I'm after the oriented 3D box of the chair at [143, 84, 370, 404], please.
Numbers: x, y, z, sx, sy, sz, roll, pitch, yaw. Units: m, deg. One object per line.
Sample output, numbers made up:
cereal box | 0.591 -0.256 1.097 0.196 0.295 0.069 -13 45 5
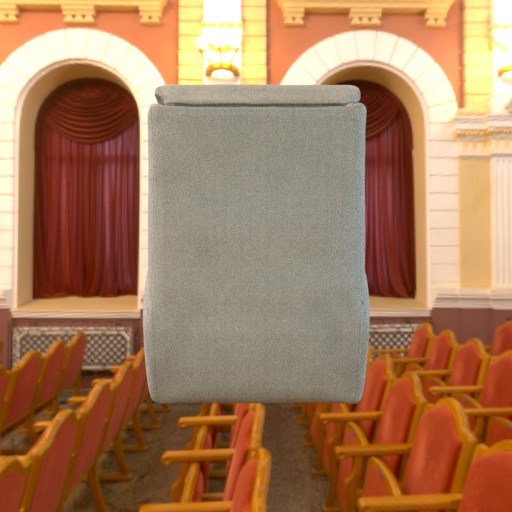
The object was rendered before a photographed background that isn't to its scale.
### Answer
chair | 0.000 0.000 1.677 0.794 1.016 0.940 0 -1 0
